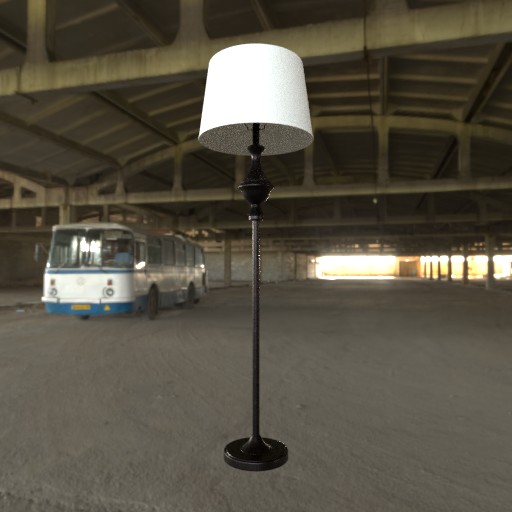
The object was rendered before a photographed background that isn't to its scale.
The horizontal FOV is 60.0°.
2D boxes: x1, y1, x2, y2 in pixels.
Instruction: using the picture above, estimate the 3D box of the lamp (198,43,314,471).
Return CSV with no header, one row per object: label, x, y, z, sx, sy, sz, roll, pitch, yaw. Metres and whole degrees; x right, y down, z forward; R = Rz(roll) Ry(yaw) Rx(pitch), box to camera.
lamp,0.000,0.000,1.658,0.431,1.484,0.431,0,-2,0
